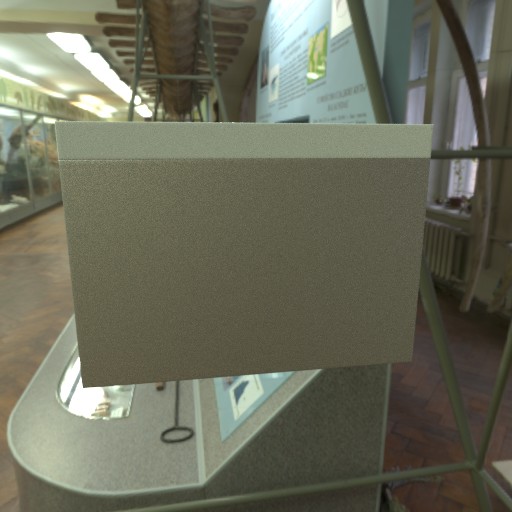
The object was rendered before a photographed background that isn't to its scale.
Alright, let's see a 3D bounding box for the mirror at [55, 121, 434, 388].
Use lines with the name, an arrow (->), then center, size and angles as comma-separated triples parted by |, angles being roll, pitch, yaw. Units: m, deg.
mirror -> 0.000, 0.000, 1.096 | 0.870, 0.630, 0.030 | -2, 14, -9
